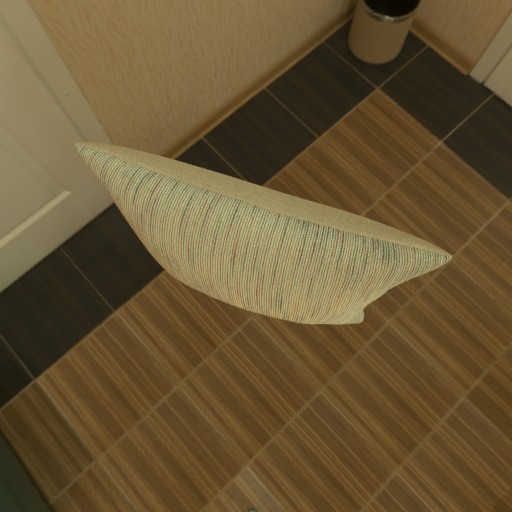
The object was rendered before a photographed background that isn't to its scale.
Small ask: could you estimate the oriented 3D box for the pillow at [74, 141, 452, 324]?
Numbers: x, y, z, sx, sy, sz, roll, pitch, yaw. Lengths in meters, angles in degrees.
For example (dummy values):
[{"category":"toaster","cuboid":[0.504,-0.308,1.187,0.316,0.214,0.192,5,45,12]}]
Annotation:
[{"category":"pillow","cuboid":[0.000,0.000,0.799,0.512,0.506,0.178,17,75,5]}]
